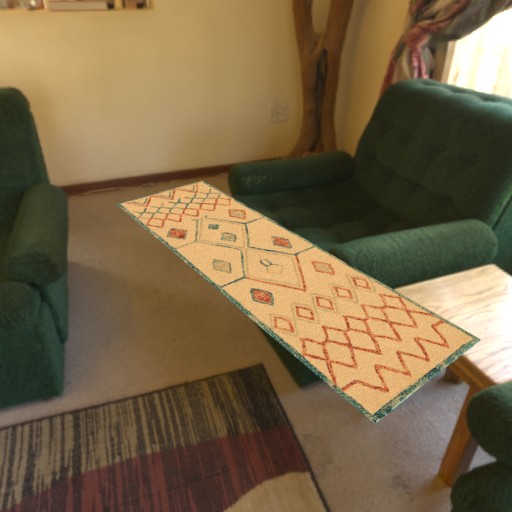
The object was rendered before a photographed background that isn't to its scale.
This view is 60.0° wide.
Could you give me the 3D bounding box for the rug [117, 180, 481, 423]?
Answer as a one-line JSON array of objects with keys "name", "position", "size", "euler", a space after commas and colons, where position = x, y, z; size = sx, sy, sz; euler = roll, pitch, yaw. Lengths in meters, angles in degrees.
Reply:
[{"name": "rug", "position": [0.000, 0.000, 2.672], "size": [0.750, 0.011, 2.435], "euler": [-22, 38, -31]}]
